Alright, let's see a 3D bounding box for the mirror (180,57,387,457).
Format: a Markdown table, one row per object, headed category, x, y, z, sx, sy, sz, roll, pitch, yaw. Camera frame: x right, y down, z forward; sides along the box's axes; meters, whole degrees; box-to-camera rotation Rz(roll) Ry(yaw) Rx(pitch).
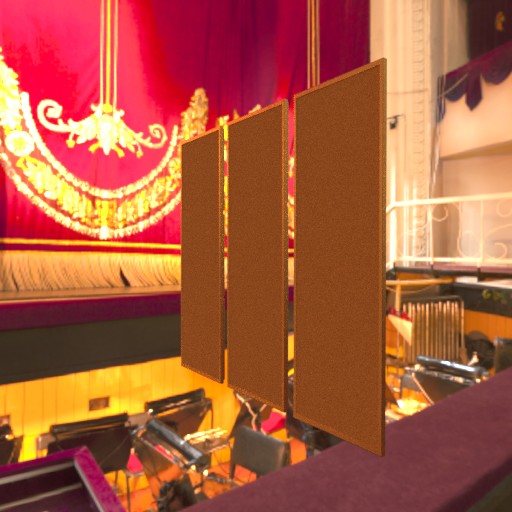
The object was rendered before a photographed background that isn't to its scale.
| category | x | y | z | sx | sy | sz | roll | pitch | yaw |
| --- | --- | --- | --- | --- | --- | --- | --- | --- | --- |
| mirror | 0.000 | 0.000 | 1.438 | 0.023 | 0.926 | 1.011 | -1 | 1 | -37 |
